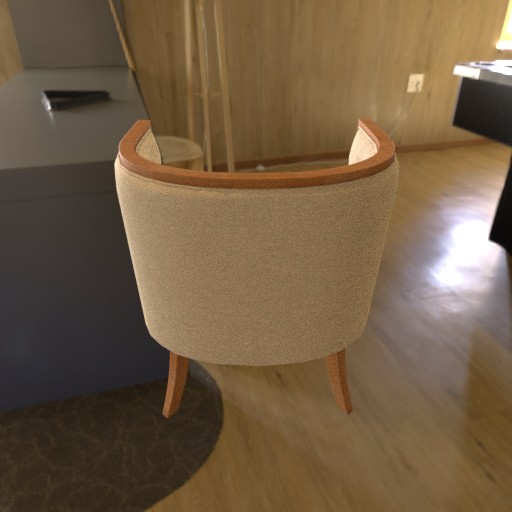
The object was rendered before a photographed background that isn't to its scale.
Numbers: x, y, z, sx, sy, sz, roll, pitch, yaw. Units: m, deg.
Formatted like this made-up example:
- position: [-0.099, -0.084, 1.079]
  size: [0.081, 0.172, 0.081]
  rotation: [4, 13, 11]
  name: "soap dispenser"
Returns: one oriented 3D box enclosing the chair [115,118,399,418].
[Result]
- position: [0.000, 0.000, 1.379]
  size: [0.711, 0.775, 0.757]
  rotation: [-1, 30, -1]
  name: "chair"
